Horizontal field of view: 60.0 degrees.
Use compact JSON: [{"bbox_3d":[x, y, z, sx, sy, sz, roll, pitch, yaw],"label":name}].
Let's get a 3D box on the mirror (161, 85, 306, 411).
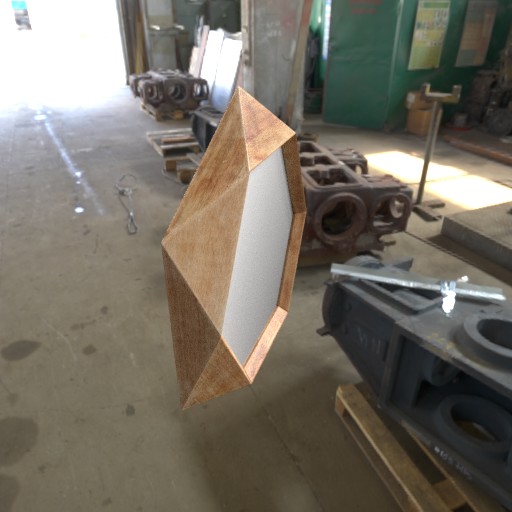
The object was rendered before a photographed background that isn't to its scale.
[{"bbox_3d":[0.000,0.000,1.078,0.091,0.779,0.675,10,31,18],"label":"mirror"}]
